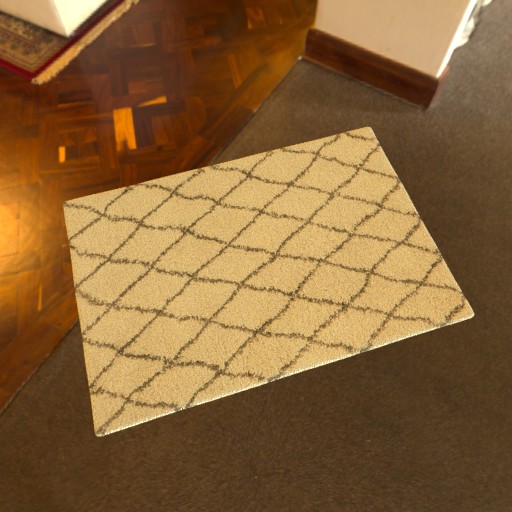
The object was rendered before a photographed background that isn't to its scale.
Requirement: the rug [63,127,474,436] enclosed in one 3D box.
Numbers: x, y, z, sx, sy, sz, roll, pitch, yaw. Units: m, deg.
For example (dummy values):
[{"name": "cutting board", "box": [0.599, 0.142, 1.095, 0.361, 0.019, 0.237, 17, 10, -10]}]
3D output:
[{"name": "rug", "box": [0.000, 0.000, 2.225, 1.778, 0.030, 1.219, -16, 65, -8]}]
